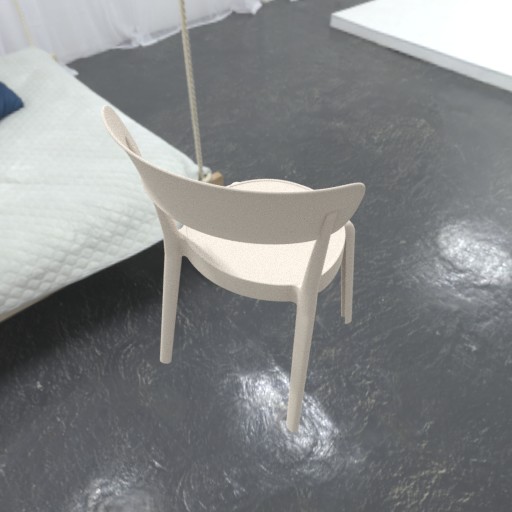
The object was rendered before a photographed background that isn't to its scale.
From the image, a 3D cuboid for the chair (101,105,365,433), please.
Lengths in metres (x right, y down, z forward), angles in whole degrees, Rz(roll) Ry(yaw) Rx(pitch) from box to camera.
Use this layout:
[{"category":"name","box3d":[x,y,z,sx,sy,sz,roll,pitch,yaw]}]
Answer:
[{"category":"chair","box3d":[0.000,0.000,1.092,0.506,0.790,0.491,22,49,20]}]
